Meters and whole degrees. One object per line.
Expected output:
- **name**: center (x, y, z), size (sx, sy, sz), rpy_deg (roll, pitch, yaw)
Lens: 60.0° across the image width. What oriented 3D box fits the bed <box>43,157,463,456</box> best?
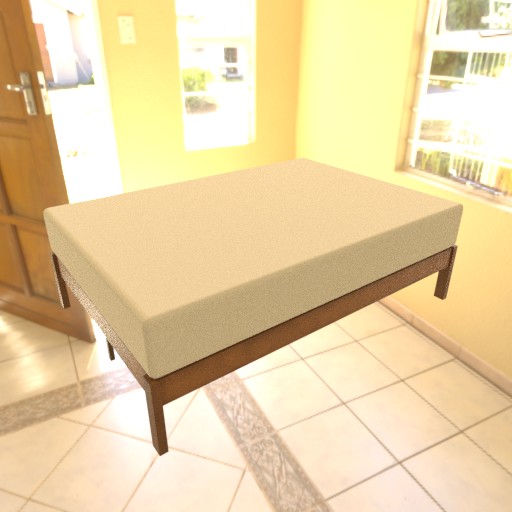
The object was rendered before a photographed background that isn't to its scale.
- **bed**: center (0.000, 0.000, 2.570), size (1.927, 0.616, 1.348), rpy_deg (-18, 32, -32)
